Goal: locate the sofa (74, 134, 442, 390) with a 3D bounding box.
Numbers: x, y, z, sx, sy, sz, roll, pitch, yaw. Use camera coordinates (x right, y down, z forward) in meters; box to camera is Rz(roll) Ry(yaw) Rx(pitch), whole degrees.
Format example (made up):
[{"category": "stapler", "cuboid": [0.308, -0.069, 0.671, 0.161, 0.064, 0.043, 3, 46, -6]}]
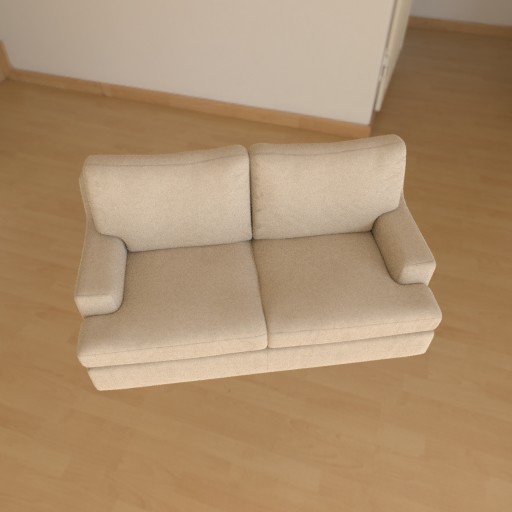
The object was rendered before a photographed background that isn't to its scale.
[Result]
[{"category": "sofa", "cuboid": [0.000, 0.000, 2.436, 1.885, 0.967, 0.962, -5, 47, -5]}]
